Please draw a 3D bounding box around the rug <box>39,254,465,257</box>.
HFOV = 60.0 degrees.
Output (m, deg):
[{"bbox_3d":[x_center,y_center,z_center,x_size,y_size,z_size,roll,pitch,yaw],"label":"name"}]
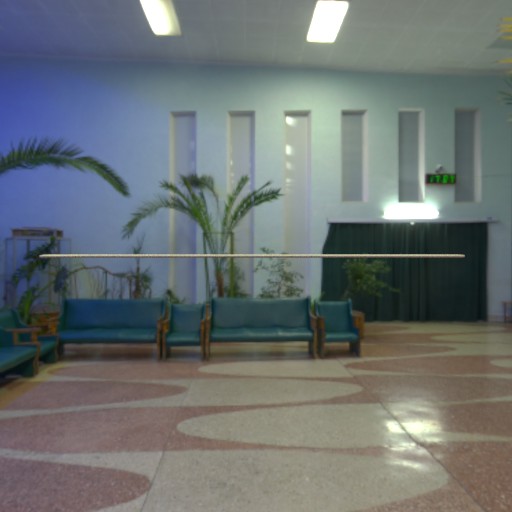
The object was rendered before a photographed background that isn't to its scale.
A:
[{"bbox_3d":[0.000,0.000,4.074,2.462,0.018,3.039,0,0,1],"label":"rug"}]
